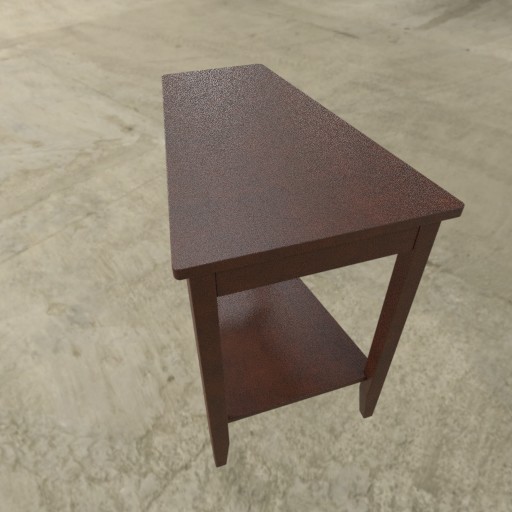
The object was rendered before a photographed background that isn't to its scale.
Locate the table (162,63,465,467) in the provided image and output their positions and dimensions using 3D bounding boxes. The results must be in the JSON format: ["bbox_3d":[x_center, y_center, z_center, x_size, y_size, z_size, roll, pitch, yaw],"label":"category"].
[{"bbox_3d":[0.000,0.000,0.960,0.399,0.589,0.605,-13,44,-13],"label":"table"}]
